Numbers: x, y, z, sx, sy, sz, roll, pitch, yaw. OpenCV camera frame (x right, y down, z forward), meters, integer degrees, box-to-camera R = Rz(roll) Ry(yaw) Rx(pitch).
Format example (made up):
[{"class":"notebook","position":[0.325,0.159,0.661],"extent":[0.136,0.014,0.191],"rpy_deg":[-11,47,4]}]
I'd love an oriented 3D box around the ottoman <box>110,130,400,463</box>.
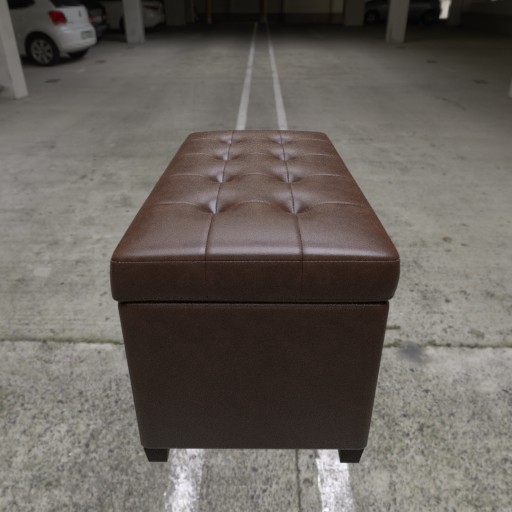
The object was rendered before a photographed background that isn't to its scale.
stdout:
[{"class":"ottoman","position":[0.000,0.000,1.094],"extent":[0.432,0.470,0.838],"rpy_deg":[0,27,0]}]
